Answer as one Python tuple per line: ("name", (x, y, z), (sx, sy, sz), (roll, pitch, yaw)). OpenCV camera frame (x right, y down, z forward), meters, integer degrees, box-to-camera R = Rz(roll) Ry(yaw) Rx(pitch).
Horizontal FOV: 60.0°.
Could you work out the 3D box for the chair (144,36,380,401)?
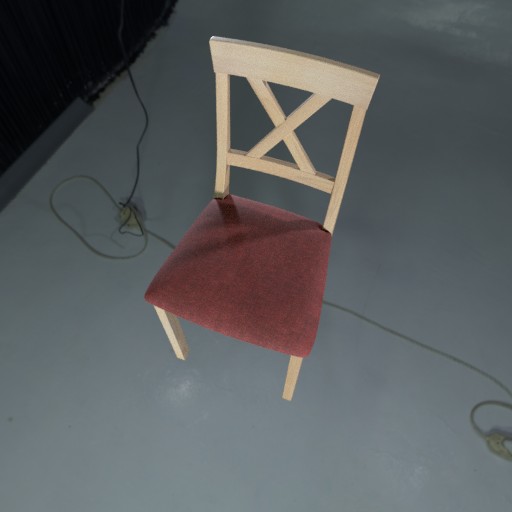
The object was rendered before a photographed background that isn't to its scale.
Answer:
("chair", (0.000, 0.000, 1.203), (0.439, 0.912, 0.492), (18, 60, 11))
